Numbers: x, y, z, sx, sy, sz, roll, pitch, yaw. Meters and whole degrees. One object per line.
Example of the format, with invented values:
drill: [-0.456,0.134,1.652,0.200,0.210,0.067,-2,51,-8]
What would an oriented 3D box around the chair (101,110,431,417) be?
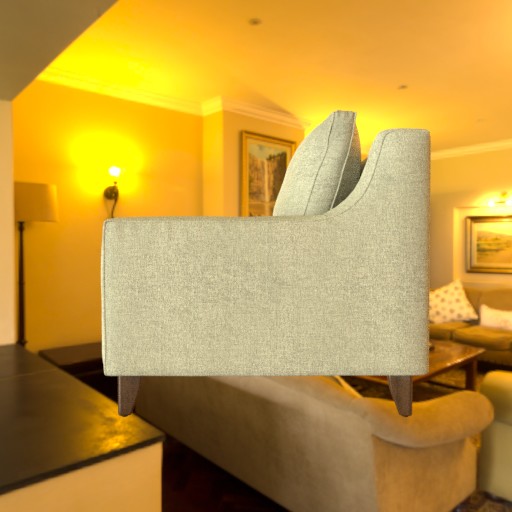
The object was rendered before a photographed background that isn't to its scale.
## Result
chair: [0.000,0.000,1.573,0.918,0.864,0.838,0,1,-1]
